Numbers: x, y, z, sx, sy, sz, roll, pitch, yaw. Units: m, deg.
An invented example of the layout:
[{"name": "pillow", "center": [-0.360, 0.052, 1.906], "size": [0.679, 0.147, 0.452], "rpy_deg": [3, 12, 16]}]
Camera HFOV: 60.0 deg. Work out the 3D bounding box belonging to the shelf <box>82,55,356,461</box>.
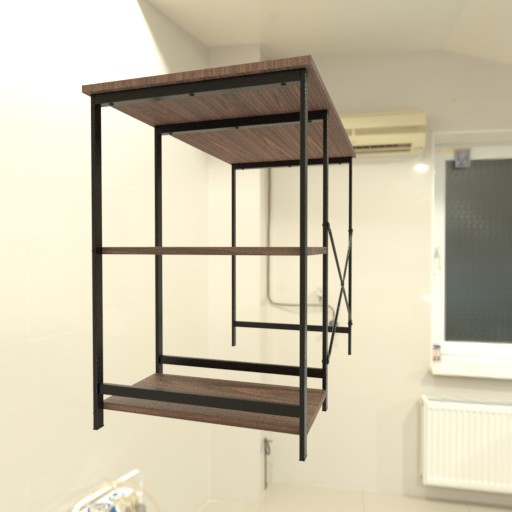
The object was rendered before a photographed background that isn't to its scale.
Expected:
[{"name": "shelf", "center": [0.000, 0.000, 1.313], "size": [0.498, 0.750, 0.902], "rpy_deg": [0, 1, 18]}]
